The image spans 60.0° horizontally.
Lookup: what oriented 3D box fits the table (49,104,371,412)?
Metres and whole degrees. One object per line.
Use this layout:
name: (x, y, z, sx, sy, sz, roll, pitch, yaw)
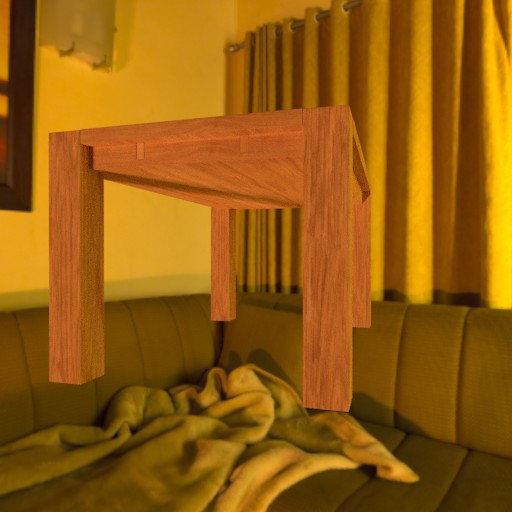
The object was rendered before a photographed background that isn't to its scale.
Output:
table: (0.000, 0.000, 1.891, 0.900, 0.760, 1.400, 0, 0, 17)
